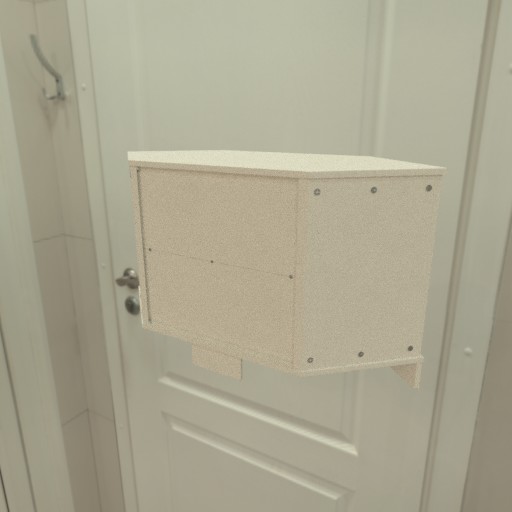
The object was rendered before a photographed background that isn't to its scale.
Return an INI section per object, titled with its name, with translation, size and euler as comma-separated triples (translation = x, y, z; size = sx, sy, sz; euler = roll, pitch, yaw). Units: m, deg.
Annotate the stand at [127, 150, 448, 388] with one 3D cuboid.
[stand]
translation = 0.000, 0.000, 1.417
size = 1.072, 0.614, 0.477
euler = 10, 20, 29
